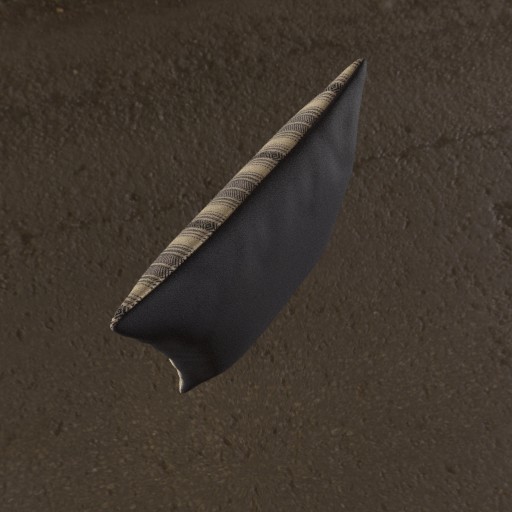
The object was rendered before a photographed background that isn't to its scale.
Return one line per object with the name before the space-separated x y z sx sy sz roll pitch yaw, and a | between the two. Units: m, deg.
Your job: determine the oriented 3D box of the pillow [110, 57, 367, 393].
pillow | 0.000 0.000 0.791 0.166 0.508 0.520 35 69 16
